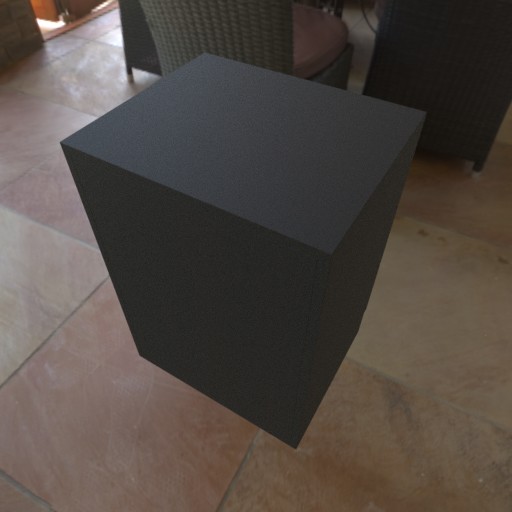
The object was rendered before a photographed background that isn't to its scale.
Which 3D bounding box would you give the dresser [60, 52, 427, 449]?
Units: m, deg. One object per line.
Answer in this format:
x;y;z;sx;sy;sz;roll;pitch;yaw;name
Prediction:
0.000;0.000;0.835;0.400;0.560;0.360;24;52;21;dresser
